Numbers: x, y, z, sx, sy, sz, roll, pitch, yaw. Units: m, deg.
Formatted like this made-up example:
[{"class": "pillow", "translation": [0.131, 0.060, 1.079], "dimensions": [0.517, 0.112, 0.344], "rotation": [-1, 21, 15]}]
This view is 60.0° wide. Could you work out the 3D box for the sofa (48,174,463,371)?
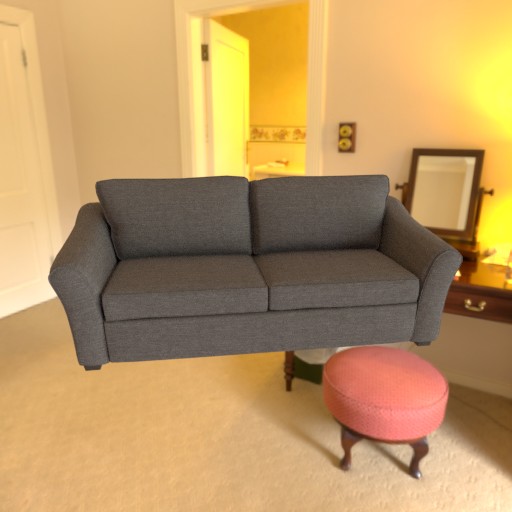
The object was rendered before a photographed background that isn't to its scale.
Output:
[{"class": "sofa", "translation": [0.000, 0.000, 2.799], "dimensions": [2.270, 0.950, 0.971], "rotation": [-2, 17, -8]}]
